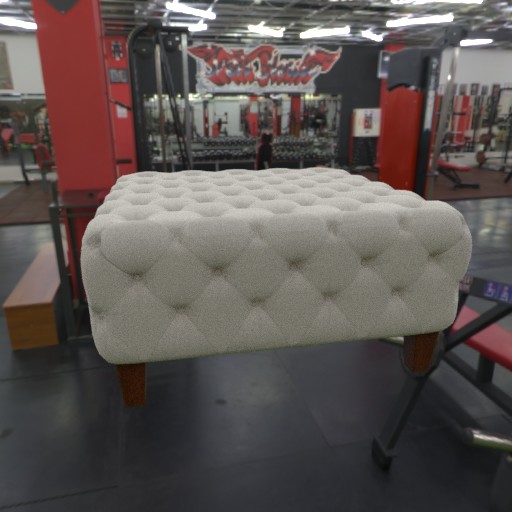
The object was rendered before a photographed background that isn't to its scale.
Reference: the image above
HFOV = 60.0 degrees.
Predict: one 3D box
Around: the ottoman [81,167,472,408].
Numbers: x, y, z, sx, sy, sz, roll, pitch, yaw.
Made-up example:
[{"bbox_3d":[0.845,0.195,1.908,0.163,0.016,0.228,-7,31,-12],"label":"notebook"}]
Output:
[{"bbox_3d":[0.000,0.000,1.176,0.753,0.376,0.755,-4,18,-11],"label":"ottoman"}]
